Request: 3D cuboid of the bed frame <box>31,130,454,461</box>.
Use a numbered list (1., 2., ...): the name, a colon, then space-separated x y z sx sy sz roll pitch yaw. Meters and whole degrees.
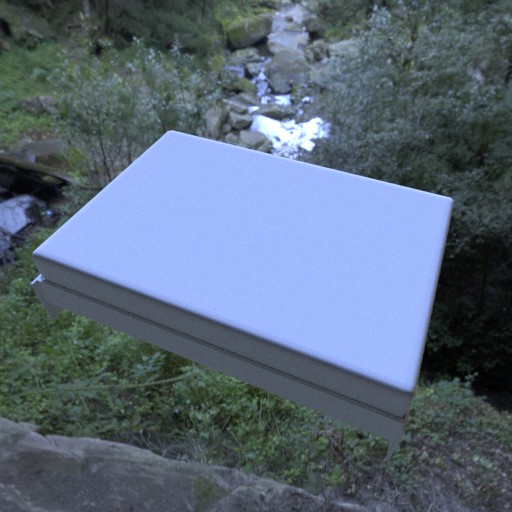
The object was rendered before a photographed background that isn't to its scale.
1. bed frame: 0.000 0.000 2.560 1.945 0.497 1.445 17 48 16
